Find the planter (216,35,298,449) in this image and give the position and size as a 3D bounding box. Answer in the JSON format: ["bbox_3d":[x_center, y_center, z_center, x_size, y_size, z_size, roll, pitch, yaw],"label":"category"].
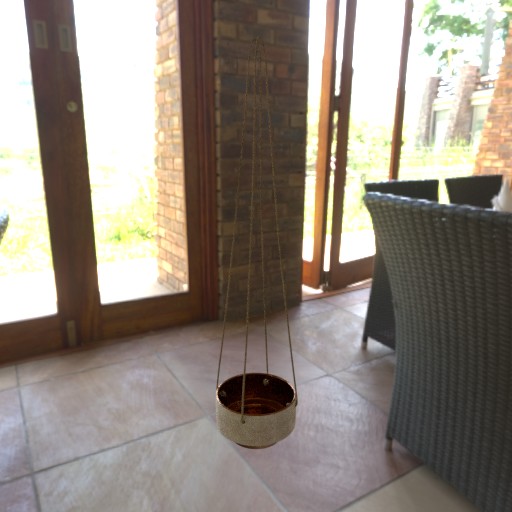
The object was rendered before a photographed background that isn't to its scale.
[{"bbox_3d":[0.000,0.000,1.138,0.223,1.030,0.223,-7,16,-27],"label":"planter"}]
